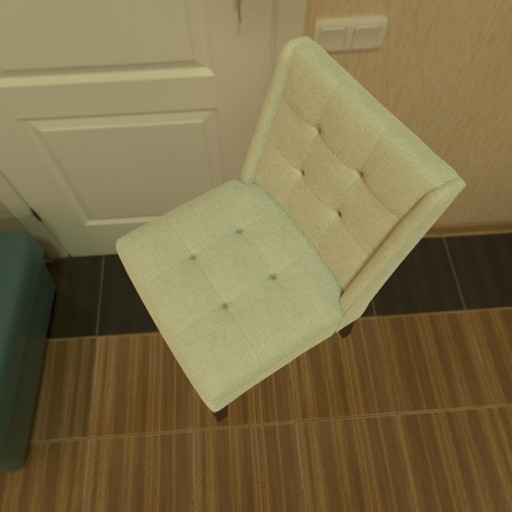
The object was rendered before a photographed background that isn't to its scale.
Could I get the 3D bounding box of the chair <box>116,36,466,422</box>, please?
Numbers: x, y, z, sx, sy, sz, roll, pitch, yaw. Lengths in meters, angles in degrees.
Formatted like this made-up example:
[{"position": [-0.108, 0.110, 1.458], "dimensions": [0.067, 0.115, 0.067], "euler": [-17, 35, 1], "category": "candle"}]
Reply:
[{"position": [0.000, 0.000, 1.282], "dimensions": [0.676, 0.853, 0.569], "euler": [-30, 67, -15], "category": "chair"}]
